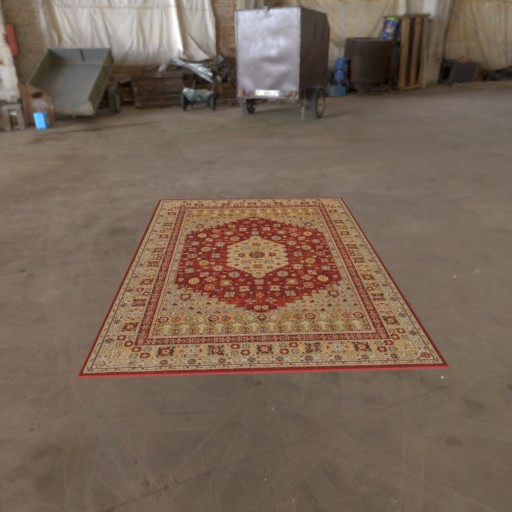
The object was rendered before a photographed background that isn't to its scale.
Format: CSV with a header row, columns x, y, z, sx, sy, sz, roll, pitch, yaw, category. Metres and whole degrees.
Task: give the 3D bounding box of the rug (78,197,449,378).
x,y,z,sx,sy,sz,roll,pitch,yaw,category
0.000,0.000,2.882,1.593,0.013,2.211,-1,27,-2,rug
